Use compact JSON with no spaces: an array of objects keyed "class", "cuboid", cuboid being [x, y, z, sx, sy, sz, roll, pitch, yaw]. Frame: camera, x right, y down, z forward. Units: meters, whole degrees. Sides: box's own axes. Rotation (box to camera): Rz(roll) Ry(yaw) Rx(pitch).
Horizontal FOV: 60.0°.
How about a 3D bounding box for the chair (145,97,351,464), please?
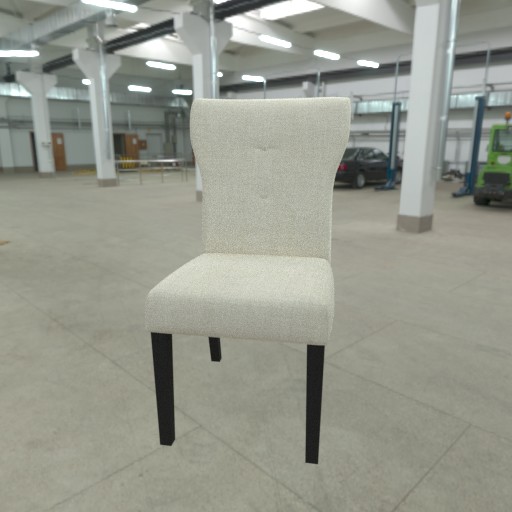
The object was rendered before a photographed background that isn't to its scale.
[{"class":"chair","cuboid":[0.000,0.000,1.289,0.509,0.921,0.597,3,14,10]}]
